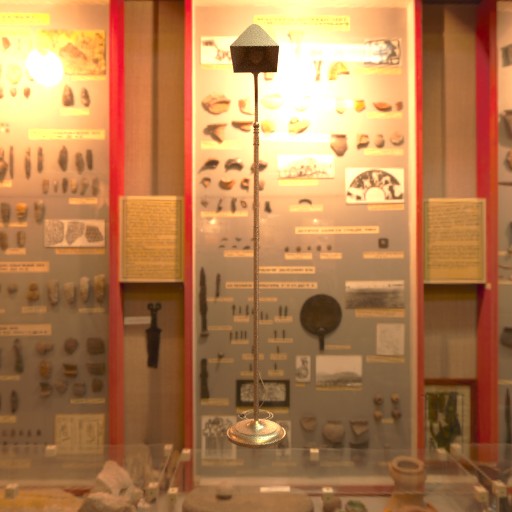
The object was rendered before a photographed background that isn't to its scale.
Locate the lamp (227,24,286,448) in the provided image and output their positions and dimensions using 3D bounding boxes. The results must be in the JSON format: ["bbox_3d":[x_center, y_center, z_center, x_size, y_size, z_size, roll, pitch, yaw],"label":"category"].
[{"bbox_3d":[0.000,0.000,1.850,0.256,1.571,0.813,0,0,1],"label":"lamp"}]
